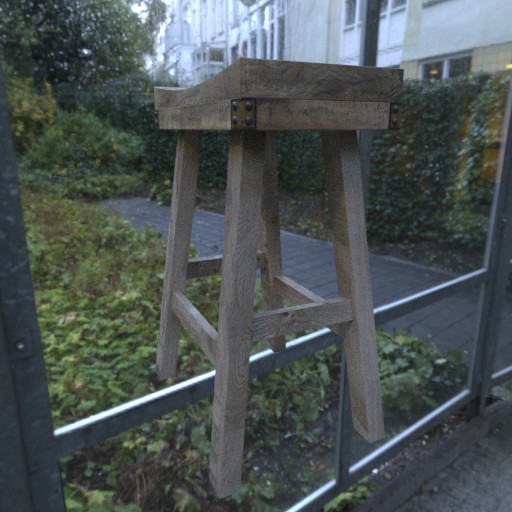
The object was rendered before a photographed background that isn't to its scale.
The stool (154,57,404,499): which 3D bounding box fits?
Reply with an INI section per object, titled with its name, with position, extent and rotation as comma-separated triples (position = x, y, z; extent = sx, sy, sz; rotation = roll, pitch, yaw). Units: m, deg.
[stool]
position = 0.000, 0.000, 0.854
extent = 0.330, 0.635, 0.450
rotation = -8, 18, -25
